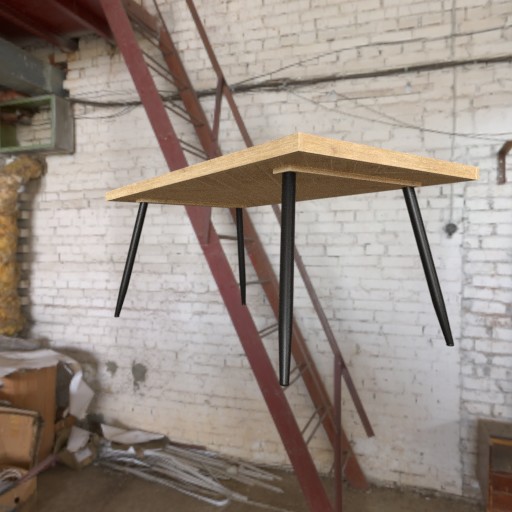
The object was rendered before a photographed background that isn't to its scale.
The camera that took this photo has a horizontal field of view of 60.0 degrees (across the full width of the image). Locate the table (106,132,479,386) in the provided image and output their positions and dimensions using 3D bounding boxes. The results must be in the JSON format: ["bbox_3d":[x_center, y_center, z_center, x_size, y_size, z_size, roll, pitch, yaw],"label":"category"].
[{"bbox_3d":[0.000,0.000,2.299,0.991,0.762,1.803,-1,2,-36],"label":"table"}]
